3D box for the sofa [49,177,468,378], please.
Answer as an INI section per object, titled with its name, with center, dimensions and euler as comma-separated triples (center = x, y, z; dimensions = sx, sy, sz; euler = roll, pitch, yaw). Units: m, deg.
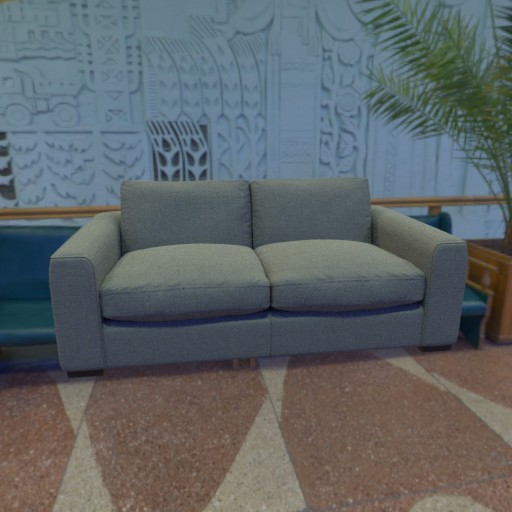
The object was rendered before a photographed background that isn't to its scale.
[sofa]
center = 0.000, 0.000, 2.481
dimensions = 1.920, 0.800, 1.069
euler = -2, 16, -8
